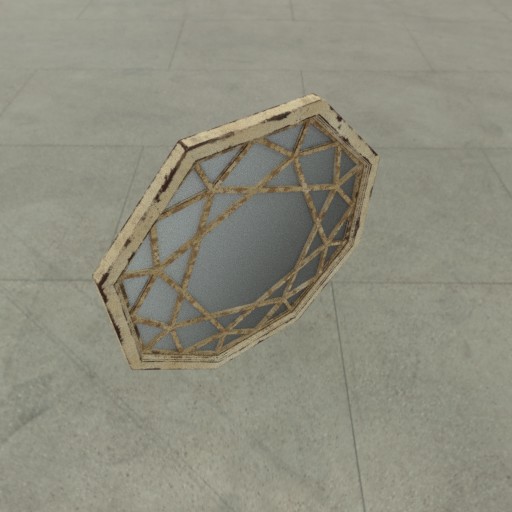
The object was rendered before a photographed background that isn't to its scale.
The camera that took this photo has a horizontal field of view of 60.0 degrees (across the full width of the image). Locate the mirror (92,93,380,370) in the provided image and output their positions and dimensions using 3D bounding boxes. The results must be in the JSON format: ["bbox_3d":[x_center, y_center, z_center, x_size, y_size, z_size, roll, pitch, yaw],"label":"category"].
[{"bbox_3d":[0.000,0.000,0.954,0.648,0.648,0.031,-27,52,-23],"label":"mirror"}]
